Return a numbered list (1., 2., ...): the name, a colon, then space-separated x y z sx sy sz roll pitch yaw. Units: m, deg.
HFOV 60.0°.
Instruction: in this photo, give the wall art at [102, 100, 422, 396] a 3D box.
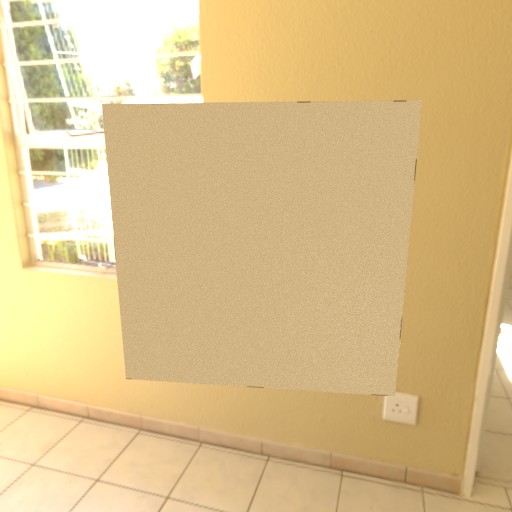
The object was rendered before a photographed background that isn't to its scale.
1. wall art: 0.000 0.000 0.677 0.446 0.445 0.014 2 15 7
